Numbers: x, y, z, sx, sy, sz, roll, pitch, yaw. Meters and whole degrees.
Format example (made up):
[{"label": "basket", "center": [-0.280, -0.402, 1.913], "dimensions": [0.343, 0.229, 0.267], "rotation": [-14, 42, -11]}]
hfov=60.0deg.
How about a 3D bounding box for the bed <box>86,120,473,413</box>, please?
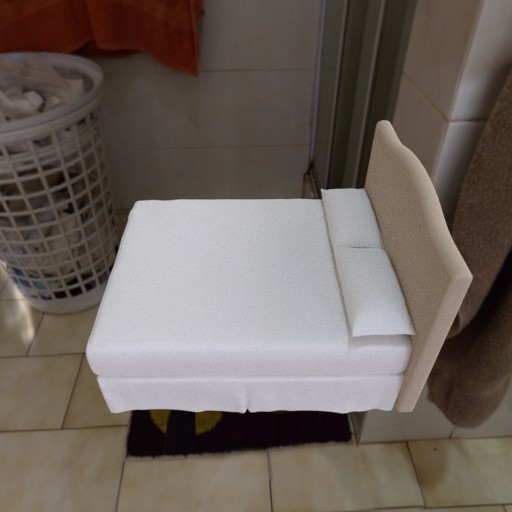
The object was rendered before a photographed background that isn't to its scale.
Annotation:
[{"label": "bed", "center": [0.000, 0.000, 3.087], "dimensions": [2.052, 1.398, 1.678], "rotation": [0, 42, 0]}]
